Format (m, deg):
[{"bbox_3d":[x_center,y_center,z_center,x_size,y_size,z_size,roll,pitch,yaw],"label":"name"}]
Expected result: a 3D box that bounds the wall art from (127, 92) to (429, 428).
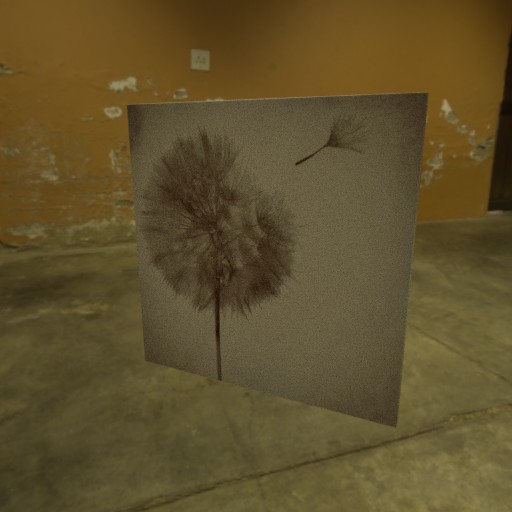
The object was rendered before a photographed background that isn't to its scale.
[{"bbox_3d":[0.000,0.000,1.142,0.762,0.762,0.027,7,16,25],"label":"wall art"}]
